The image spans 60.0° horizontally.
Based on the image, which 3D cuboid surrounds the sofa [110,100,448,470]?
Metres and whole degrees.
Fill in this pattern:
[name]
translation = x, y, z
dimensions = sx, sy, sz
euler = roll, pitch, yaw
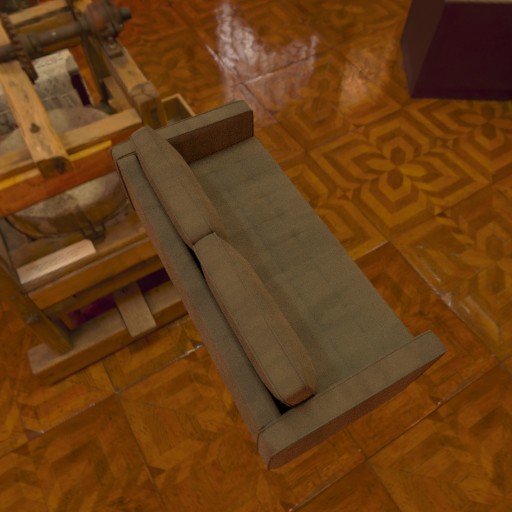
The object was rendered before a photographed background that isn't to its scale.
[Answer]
[sofa]
translation = 0.000, 0.000, 2.430
dimensions = 0.924, 0.825, 1.920
euler = -25, 62, -15
